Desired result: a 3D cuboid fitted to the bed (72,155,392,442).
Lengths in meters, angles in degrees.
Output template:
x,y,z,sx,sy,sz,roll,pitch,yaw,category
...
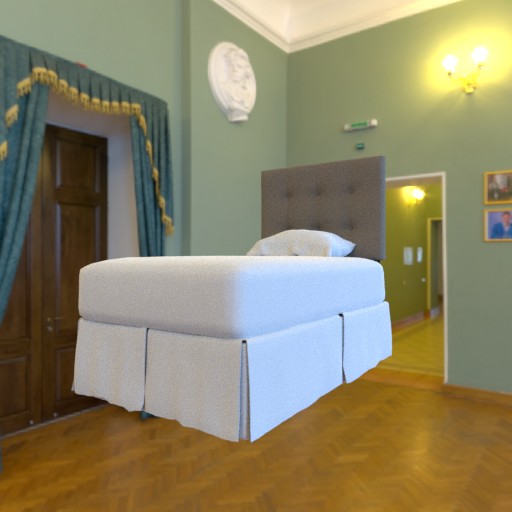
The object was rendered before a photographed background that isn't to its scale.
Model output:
x,y,z,sx,sy,sz,roll,pitch,yaw,category
0.000,0.000,2.981,1.261,1.571,1.997,0,0,34,bed
